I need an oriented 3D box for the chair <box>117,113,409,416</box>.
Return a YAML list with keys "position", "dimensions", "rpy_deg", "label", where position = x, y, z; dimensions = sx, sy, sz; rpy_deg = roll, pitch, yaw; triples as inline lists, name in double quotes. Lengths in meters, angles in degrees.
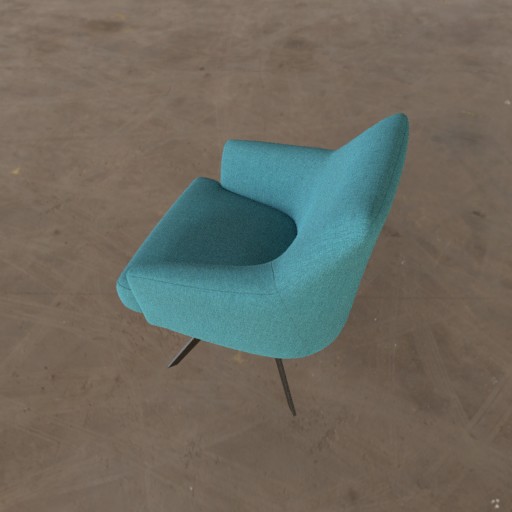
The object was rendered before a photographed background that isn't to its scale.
- position: [0.000, 0.000, 1.341]
  dimensions: [0.677, 0.874, 0.642]
  rpy_deg: [16, 50, 14]
  label: "chair"
